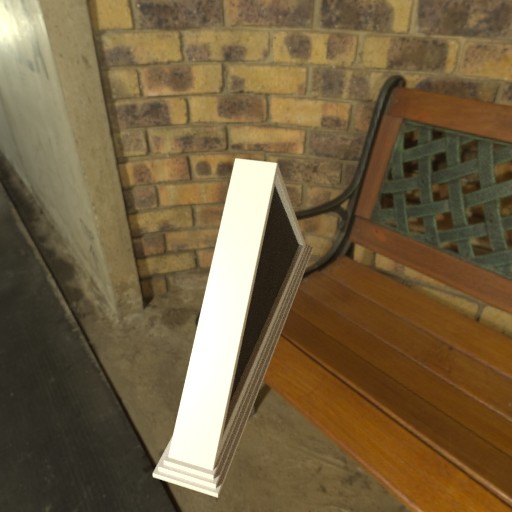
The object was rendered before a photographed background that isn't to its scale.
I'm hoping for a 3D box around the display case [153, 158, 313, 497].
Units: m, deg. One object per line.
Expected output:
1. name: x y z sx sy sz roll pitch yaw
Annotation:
1. display case: 0.000 0.000 0.756 0.095 0.340 0.640 10 34 14
